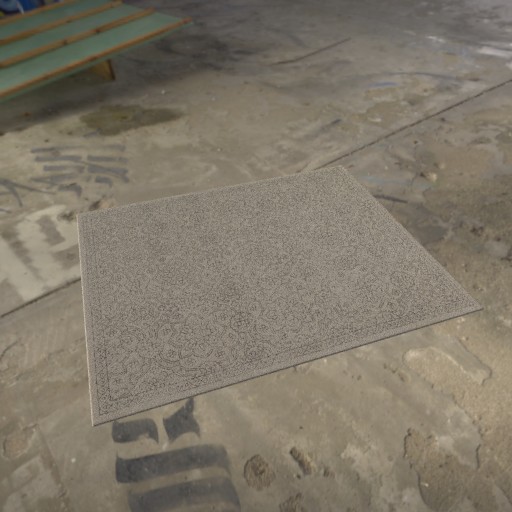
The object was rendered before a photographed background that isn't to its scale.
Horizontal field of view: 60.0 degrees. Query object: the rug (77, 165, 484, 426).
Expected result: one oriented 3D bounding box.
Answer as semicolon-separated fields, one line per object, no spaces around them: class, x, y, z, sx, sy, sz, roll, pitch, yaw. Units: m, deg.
rug;0.000;0.000;4.061;3.050;0.015;2.441;-13;43;-14
